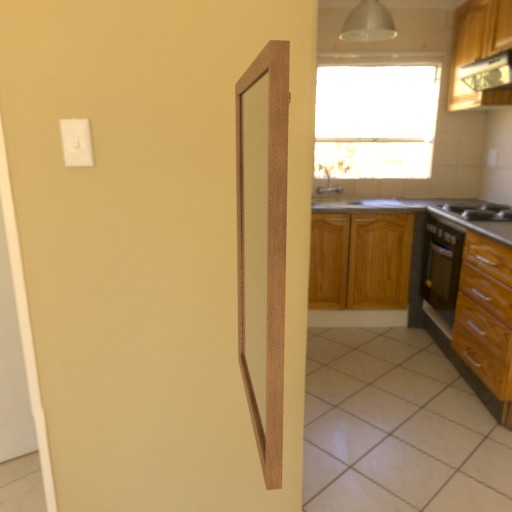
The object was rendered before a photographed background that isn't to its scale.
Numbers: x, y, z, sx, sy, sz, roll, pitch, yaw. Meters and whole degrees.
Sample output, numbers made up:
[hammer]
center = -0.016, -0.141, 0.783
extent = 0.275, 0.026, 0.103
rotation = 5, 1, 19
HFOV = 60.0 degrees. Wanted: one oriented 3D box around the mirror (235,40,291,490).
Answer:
[mirror]
center = 0.000, 0.000, 1.161
extent = 0.040, 0.915, 0.609
rotation = -2, 15, -8
